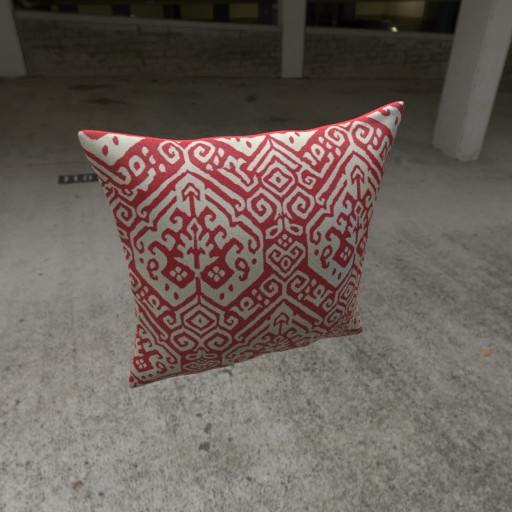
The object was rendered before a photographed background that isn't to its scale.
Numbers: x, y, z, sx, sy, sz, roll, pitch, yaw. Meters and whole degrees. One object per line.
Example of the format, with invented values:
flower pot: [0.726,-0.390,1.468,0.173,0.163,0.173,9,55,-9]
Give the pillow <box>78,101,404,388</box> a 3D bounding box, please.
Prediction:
pillow: [0.000,0.000,0.805,0.522,0.507,0.192,-10,33,-16]
